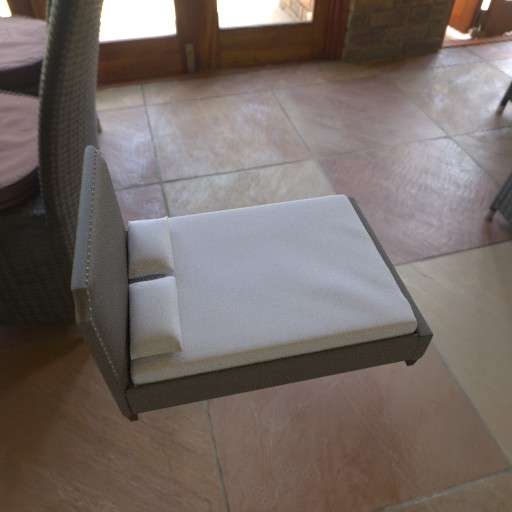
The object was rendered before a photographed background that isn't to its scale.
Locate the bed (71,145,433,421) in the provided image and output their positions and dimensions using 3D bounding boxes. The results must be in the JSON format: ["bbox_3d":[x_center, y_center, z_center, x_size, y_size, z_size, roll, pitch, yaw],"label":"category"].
[{"bbox_3d":[0.000,0.000,3.516,2.372,1.443,1.712,-9,47,-8],"label":"bed"}]
